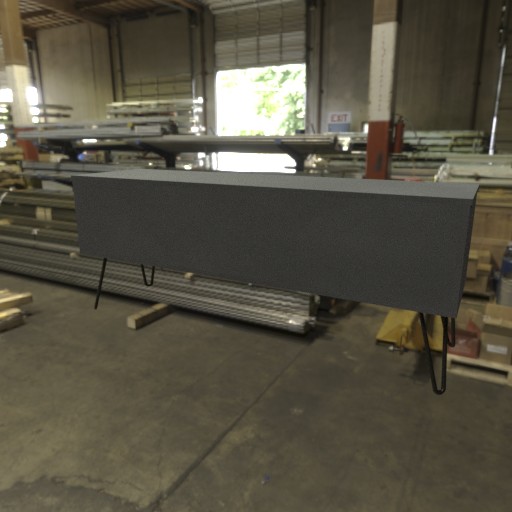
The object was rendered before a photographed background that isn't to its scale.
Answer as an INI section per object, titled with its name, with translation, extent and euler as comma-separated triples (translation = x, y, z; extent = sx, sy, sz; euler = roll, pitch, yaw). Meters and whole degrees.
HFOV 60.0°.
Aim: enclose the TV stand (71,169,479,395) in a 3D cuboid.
[TV stand]
translation = 0.000, 0.000, 1.631
extent = 1.400, 0.560, 0.400
euler = 8, 17, 27
